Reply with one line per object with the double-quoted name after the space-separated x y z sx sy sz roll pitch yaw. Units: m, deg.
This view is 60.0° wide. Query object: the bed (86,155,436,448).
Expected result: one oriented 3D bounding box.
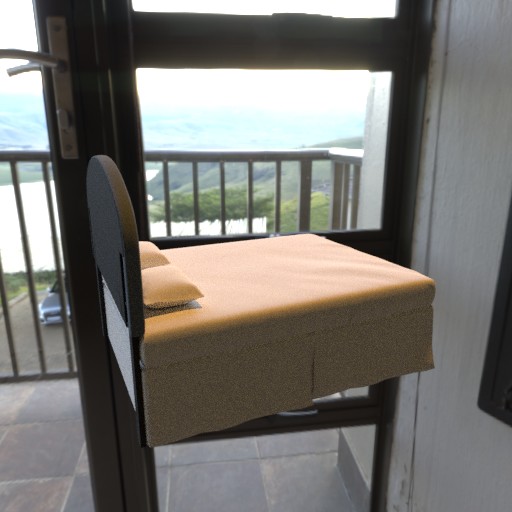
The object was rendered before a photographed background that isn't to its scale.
0.000 0.000 3.083 2.005 1.410 1.607 -7 17 -25 "bed"
